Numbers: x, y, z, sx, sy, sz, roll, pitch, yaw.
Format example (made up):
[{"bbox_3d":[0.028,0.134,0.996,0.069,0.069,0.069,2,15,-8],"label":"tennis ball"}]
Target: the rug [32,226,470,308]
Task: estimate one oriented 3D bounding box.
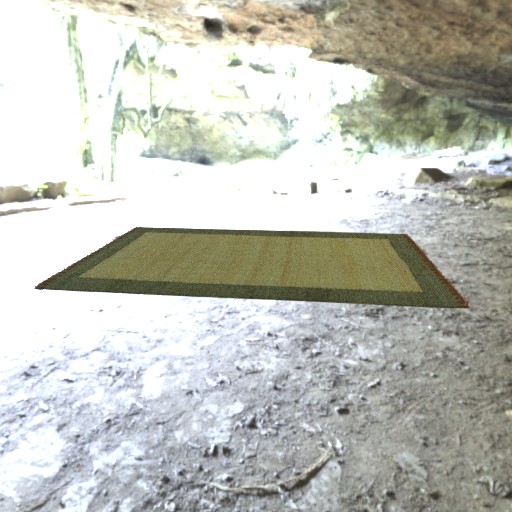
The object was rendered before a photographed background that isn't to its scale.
[{"bbox_3d":[0.000,0.000,2.391,1.838,0.019,1.220,2,17,7],"label":"rug"}]
